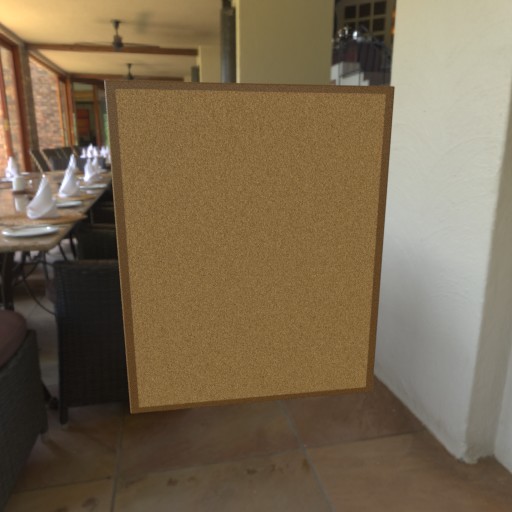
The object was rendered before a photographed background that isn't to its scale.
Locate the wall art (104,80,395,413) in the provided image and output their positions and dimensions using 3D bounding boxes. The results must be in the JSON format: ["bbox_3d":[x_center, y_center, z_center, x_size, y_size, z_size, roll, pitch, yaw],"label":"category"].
[{"bbox_3d":[0.000,0.000,0.755,0.449,0.550,0.021,-2,15,-9],"label":"wall art"}]
